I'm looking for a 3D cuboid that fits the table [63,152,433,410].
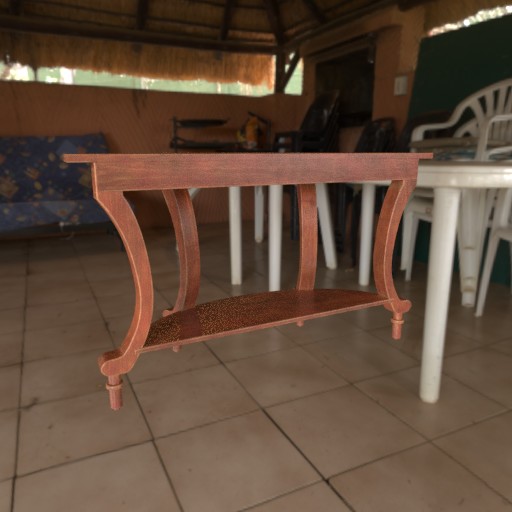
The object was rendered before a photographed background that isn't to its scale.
[{"bbox_3d":[0.000,0.000,1.544,1.198,0.699,0.394,-7,15,-26],"label":"table"}]
